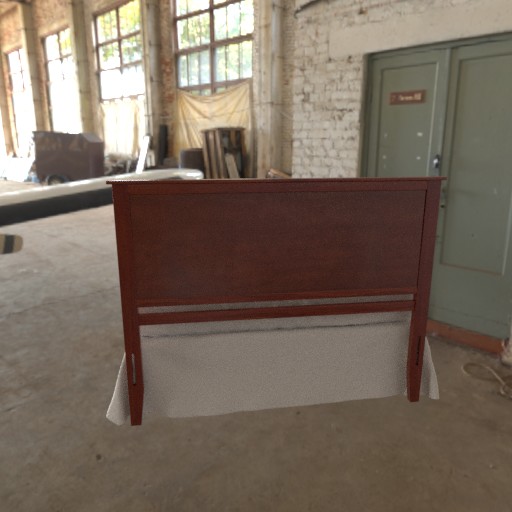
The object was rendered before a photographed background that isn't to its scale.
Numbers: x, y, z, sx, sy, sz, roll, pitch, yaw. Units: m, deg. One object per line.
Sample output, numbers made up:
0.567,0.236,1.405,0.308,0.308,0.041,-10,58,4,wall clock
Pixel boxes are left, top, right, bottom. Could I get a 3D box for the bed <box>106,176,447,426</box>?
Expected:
0.000,0.000,3.234,1.870,1.270,2.050,-2,15,-8,bed
